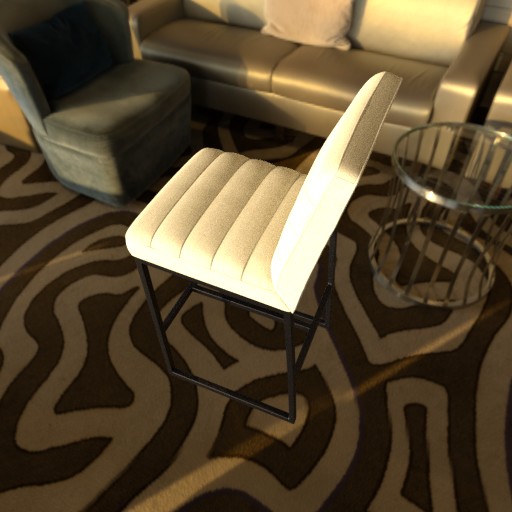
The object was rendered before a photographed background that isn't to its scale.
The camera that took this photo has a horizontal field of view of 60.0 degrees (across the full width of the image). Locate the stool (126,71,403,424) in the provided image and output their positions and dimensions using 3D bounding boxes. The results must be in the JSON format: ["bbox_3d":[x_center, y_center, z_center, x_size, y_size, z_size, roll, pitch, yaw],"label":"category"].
[{"bbox_3d":[0.000,0.000,1.326,0.560,1.040,0.460,17,49,16],"label":"stool"}]
